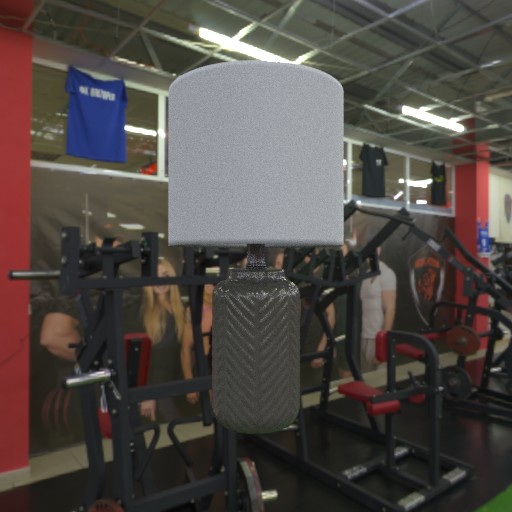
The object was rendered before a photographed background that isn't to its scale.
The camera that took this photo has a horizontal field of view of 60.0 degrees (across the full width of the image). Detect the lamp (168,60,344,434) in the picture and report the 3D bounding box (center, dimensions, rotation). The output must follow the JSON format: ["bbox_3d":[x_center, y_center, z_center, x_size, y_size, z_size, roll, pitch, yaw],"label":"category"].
[{"bbox_3d":[0.000,0.000,0.524,0.203,0.389,0.203,0,0,-36],"label":"lamp"}]
